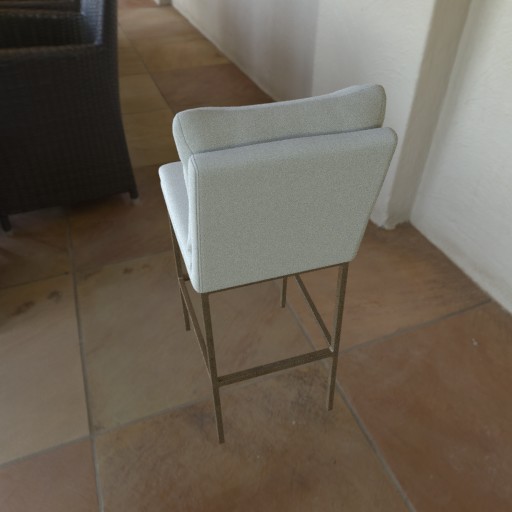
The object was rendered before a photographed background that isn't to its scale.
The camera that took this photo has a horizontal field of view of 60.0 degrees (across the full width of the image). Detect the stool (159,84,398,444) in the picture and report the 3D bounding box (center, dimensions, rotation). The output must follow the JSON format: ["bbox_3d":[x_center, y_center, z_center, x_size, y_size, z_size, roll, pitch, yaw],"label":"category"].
[{"bbox_3d":[0.000,0.000,1.363,0.463,1.125,0.572,-12,42,-14],"label":"stool"}]
